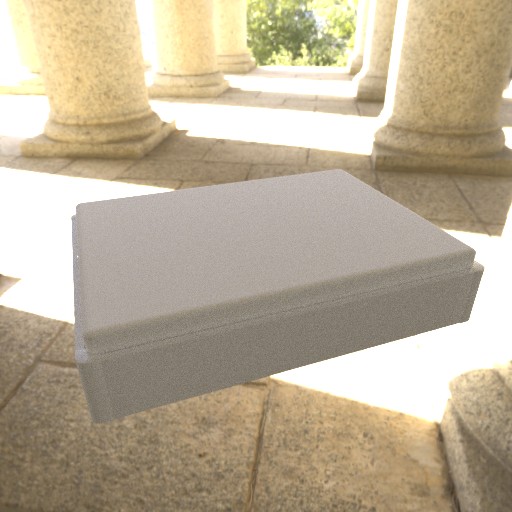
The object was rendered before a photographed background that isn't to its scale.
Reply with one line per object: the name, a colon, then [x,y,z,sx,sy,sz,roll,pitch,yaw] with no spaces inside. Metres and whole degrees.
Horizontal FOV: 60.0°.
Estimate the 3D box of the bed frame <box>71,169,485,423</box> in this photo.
bed frame: [0.000,0.000,2.491,1.900,0.406,1.400,-11,31,-18]
